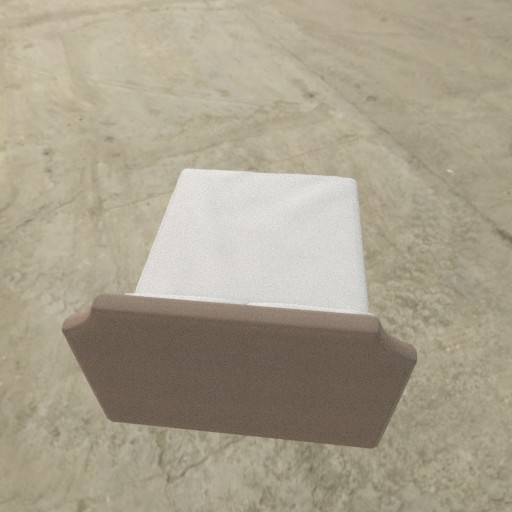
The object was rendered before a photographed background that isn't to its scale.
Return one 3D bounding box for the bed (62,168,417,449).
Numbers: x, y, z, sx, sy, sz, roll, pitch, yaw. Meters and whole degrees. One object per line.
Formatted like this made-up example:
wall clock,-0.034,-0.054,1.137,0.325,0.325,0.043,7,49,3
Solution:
bed,0.000,0.000,3.270,1.828,1.303,2.164,4,46,4
